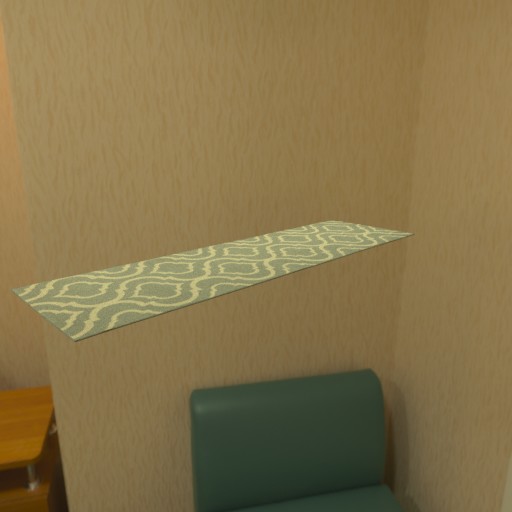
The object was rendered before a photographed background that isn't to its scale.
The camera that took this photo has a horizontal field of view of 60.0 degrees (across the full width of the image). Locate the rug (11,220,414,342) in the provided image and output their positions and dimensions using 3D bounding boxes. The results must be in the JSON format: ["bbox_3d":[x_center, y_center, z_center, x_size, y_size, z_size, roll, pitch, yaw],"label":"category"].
[{"bbox_3d":[0.000,0.000,2.426,2.275,0.009,0.684,-14,21,-42],"label":"rug"}]
